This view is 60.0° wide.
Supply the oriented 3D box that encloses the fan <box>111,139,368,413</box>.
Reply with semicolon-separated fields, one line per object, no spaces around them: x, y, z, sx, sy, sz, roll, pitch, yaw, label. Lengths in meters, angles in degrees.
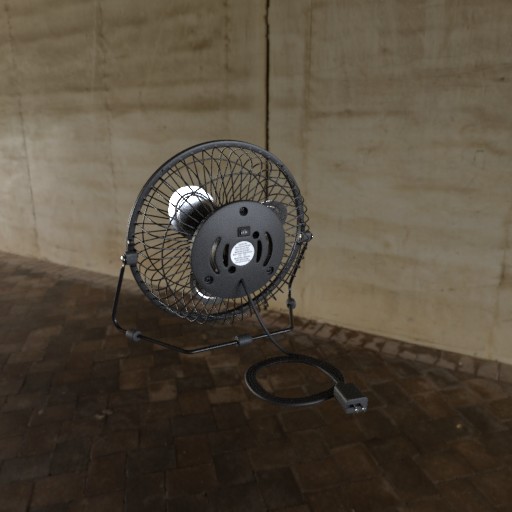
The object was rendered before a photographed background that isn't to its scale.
0.000;0.000;0.372;0.209;0.188;0.227;-8;17;-26;fan
